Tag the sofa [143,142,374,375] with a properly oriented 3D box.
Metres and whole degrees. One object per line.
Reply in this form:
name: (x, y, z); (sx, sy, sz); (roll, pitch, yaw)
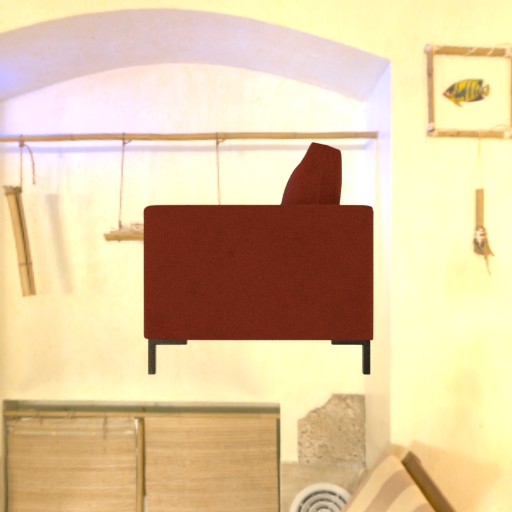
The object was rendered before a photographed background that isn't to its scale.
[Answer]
sofa: (0.000, 0.000, 2.725); (0.875, 0.879, 2.252); (0, 0, 0)
